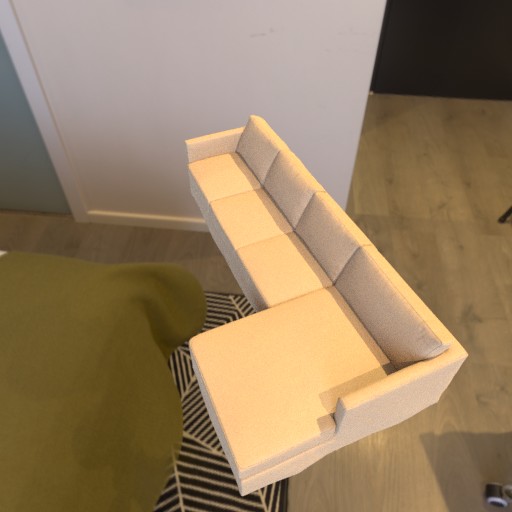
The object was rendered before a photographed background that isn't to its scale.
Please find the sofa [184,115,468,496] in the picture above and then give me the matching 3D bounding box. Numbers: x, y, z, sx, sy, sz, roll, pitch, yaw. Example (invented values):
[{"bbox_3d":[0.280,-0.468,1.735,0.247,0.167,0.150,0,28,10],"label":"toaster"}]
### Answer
[{"bbox_3d":[0.000,0.000,3.790,1.622,0.871,3.206,-18,49,-16],"label":"sofa"}]
